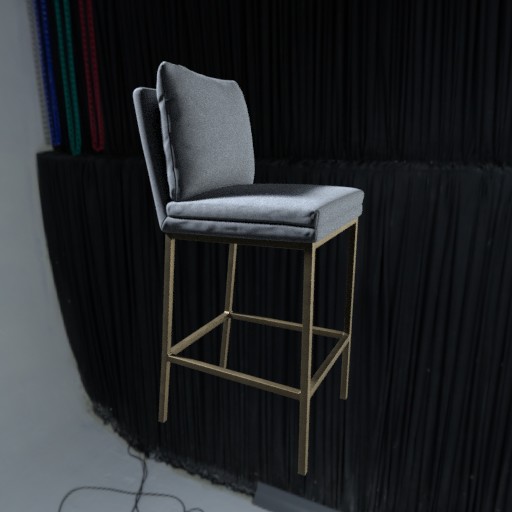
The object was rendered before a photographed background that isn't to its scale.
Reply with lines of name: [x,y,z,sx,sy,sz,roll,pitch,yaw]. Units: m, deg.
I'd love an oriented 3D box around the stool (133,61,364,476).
stool: [0.000,0.000,1.427,0.569,1.130,0.463,7,17,26]
